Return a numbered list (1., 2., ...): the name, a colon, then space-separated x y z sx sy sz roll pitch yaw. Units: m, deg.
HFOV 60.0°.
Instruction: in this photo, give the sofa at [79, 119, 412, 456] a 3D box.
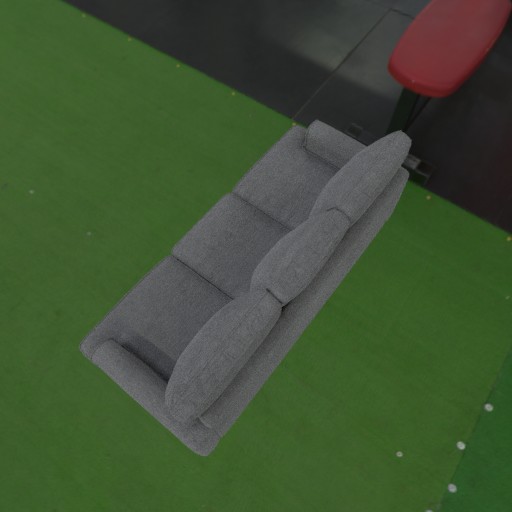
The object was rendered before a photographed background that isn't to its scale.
1. sofa: 0.000 0.000 2.748 0.951 0.965 2.158 35 68 16
